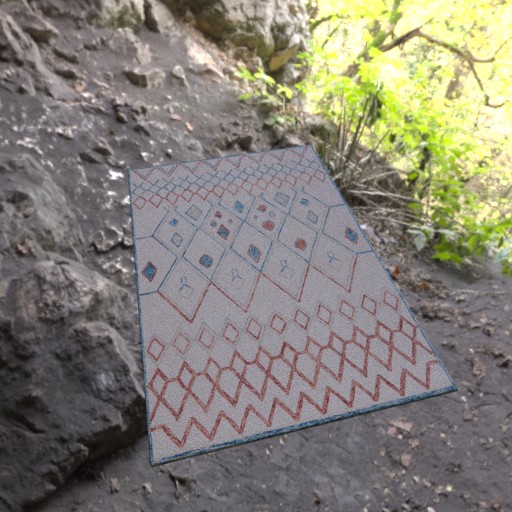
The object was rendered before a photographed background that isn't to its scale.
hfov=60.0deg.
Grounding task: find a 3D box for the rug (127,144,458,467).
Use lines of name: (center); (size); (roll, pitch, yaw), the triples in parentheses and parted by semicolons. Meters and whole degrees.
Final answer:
rug: (0.000, 0.000, 2.283); (1.219, 0.016, 1.829); (-10, 47, -9)
